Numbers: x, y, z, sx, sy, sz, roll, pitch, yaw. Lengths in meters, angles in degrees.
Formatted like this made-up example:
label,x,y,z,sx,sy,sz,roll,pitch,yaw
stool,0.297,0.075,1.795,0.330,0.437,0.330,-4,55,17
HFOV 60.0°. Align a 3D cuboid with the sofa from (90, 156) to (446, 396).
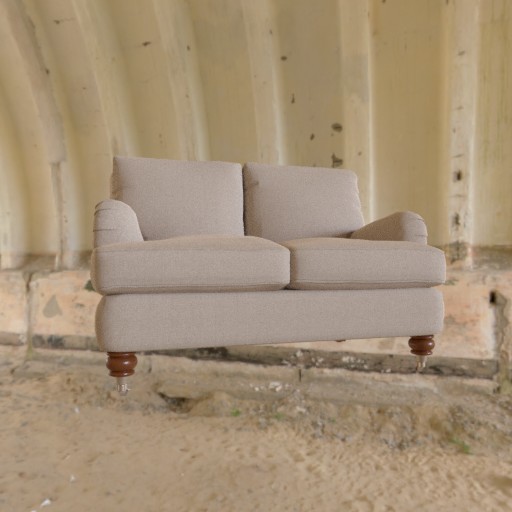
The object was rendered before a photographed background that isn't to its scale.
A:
label,x,y,z,sx,sy,sz,roll,pitch,yaw
sofa,0.000,0.000,2.219,1.508,1.048,1.087,0,0,-16
